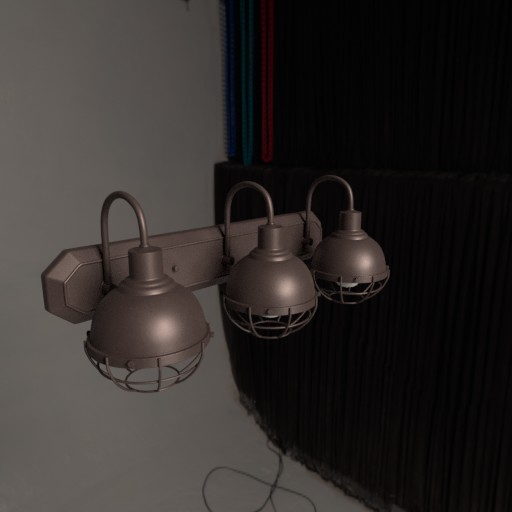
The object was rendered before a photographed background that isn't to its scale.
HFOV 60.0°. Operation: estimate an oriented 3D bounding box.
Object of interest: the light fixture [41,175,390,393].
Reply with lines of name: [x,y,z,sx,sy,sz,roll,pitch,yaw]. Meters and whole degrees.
light fixture: [0.000,0.000,0.767,0.229,0.254,0.634,13,19,43]
